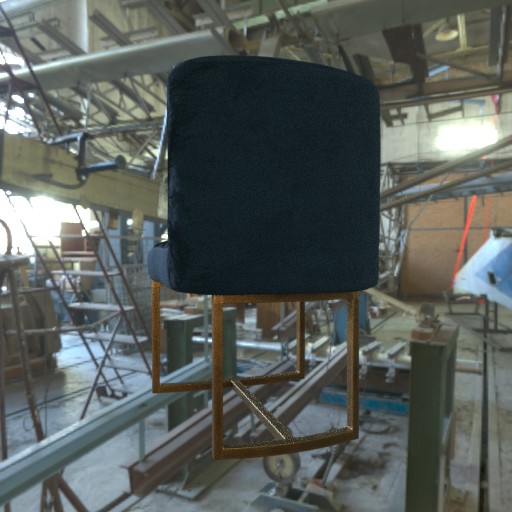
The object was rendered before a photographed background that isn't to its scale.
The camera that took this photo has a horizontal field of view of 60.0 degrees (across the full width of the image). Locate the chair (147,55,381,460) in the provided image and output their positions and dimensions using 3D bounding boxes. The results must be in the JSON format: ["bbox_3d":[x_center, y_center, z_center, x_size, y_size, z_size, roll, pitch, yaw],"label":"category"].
[{"bbox_3d":[0.000,0.000,1.169,0.530,0.824,0.560,0,1,-18],"label":"chair"}]
